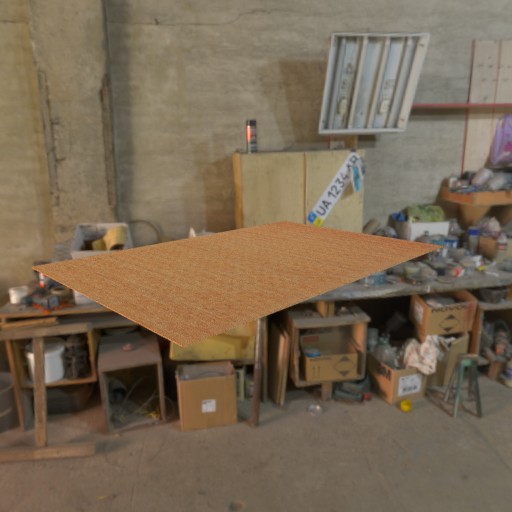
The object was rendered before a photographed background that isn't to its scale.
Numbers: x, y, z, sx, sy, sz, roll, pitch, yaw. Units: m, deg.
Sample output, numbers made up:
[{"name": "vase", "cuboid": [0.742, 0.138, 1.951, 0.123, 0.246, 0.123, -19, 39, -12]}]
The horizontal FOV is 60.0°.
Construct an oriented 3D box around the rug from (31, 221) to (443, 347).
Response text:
[{"name": "rug", "cuboid": [0.000, 0.000, 2.920, 1.524, 0.006, 2.285, 14, 20, 43]}]
